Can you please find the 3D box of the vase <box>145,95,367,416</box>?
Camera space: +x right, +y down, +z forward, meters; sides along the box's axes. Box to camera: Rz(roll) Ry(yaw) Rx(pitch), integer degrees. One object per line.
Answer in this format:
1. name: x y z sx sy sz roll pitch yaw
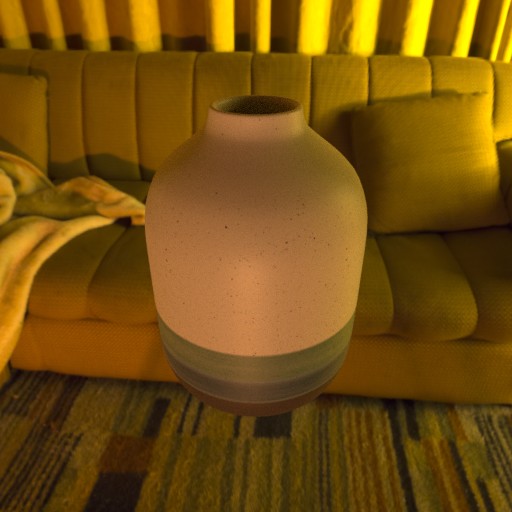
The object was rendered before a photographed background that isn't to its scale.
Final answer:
1. vase: 0.000 0.000 0.362 0.169 0.240 0.169 0 31 0
